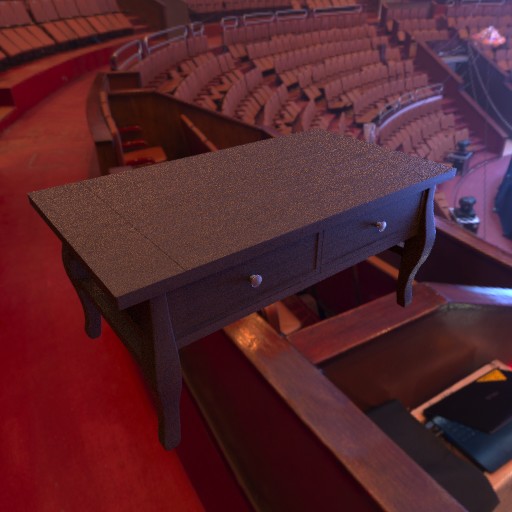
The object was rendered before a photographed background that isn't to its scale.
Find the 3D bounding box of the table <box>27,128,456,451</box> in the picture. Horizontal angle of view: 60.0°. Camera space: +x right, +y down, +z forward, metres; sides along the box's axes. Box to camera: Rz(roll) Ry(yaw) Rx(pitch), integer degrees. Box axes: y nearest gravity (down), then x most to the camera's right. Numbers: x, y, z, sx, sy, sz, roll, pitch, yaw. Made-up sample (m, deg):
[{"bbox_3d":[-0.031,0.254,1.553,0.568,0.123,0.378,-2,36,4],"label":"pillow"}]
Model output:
[{"bbox_3d":[0.000,0.000,1.366,1.062,0.494,0.600,-22,37,-32],"label":"table"}]
